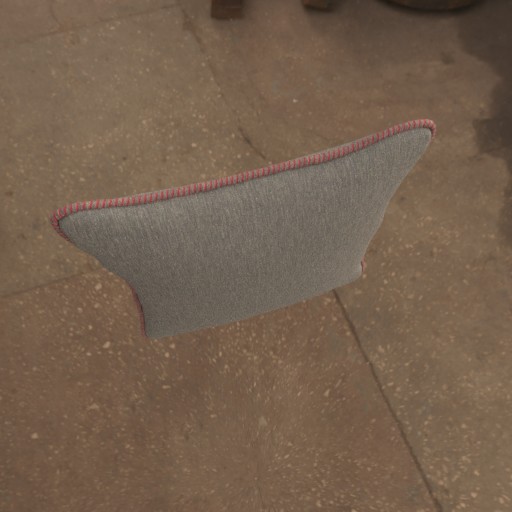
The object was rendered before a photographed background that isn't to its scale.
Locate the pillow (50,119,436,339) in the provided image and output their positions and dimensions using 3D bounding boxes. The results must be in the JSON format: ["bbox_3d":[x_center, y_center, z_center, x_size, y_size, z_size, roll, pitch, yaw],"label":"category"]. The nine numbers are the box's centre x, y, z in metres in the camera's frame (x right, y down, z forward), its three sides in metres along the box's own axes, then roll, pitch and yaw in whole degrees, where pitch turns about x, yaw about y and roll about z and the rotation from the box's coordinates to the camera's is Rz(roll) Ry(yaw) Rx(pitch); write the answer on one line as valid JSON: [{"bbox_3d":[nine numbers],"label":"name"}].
[{"bbox_3d":[0.000,0.000,0.730,0.482,0.491,0.124,-15,64,-8],"label":"pillow"}]
